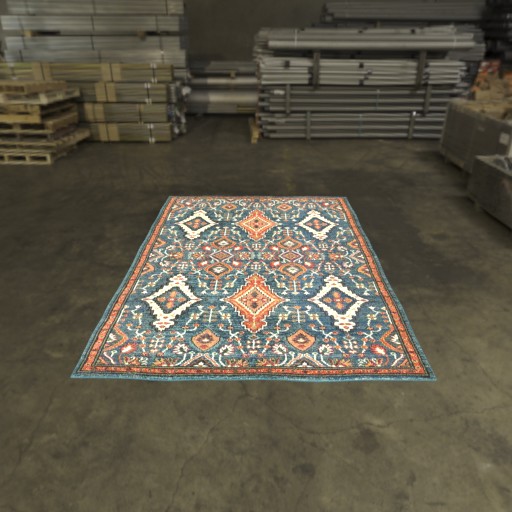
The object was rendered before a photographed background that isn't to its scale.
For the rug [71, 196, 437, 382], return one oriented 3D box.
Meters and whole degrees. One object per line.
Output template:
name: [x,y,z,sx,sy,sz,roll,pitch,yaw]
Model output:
rug: [0.000,0.000,2.978,1.622,0.009,2.373,0,27,1]
